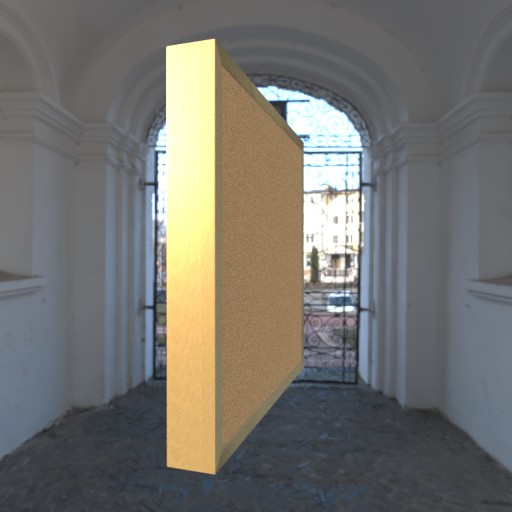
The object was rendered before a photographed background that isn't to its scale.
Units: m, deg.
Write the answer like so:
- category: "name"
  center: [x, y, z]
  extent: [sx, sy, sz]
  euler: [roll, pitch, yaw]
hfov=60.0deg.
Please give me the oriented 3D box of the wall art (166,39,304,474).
- category: "wall art"
  center: [0.000, 0.000, 0.460]
  extent: [0.038, 0.305, 0.304]
  euler: [0, 0, 18]
